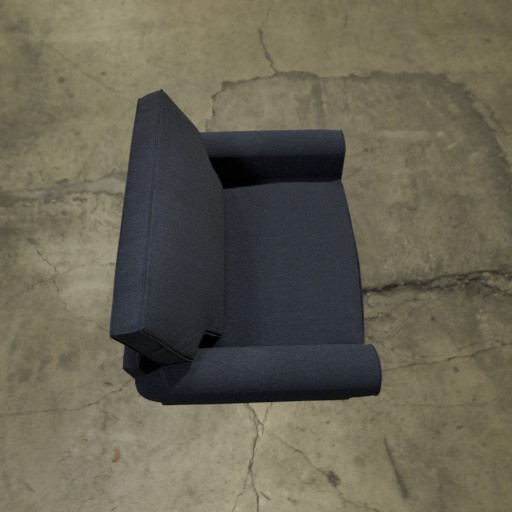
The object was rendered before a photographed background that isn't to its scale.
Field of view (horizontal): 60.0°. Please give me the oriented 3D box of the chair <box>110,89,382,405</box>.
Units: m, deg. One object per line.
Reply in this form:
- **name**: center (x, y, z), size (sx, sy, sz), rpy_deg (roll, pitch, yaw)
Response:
- **chair**: center (0.000, 0.000, 2.004), size (0.963, 1.044, 1.285), rpy_deg (-2, 63, -1)
